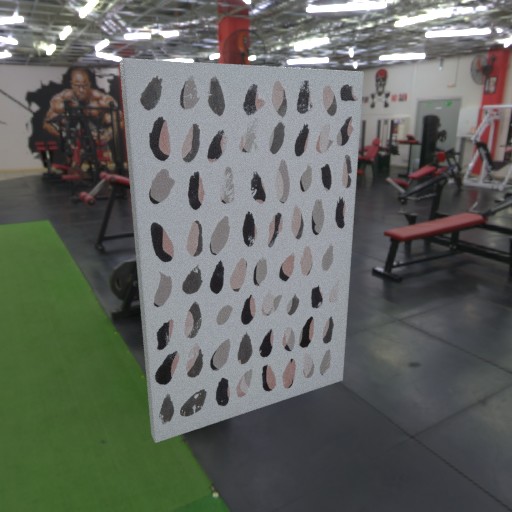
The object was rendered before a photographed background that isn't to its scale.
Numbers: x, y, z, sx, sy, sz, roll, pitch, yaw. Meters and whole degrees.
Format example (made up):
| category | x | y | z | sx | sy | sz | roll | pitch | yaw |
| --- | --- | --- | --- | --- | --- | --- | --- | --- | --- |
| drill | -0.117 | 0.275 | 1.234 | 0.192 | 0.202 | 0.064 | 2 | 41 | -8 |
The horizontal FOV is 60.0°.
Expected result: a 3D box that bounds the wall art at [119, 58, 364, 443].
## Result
| category | x | y | z | sx | sy | sz | roll | pitch | yaw |
| --- | --- | --- | --- | --- | --- | --- | --- | --- | --- |
| wall art | 0.000 | 0.000 | 1.160 | 0.610 | 0.916 | 0.037 | -9 | 20 | -26 |
